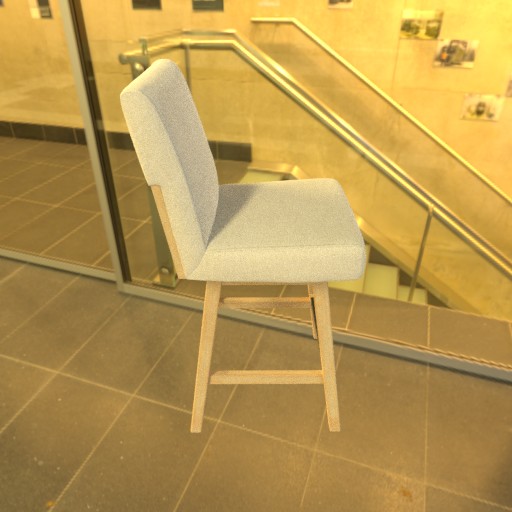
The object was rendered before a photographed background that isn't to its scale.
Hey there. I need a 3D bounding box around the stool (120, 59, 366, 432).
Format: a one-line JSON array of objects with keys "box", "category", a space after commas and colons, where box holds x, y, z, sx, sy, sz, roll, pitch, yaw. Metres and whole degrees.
[{"box": [0.000, 0.000, 1.287, 0.543, 1.015, 0.446, 0, 32, 0], "category": "stool"}]
